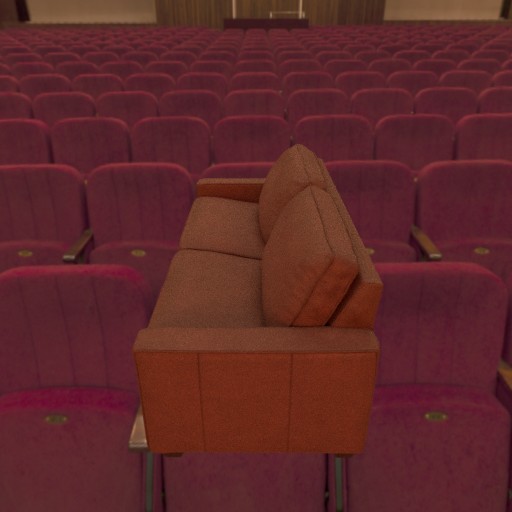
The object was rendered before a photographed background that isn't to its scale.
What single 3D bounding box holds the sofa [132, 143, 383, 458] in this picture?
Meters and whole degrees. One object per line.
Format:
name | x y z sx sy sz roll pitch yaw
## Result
sofa | 0.000 0.000 2.555 0.940 0.919 2.080 0 27 0
